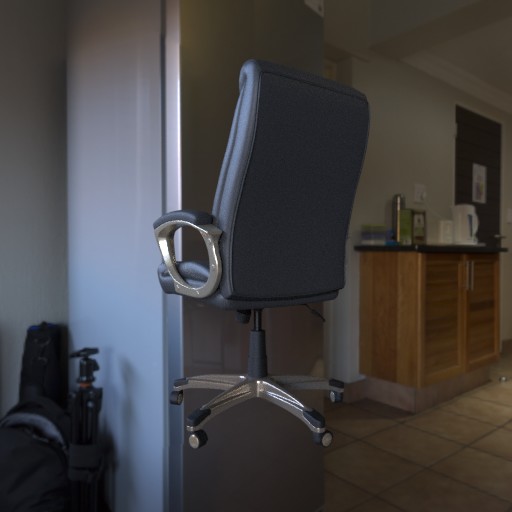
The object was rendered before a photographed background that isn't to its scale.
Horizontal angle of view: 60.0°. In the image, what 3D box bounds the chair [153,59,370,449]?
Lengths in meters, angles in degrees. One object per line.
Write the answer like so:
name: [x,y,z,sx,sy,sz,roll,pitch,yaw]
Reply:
chair: [0.000,0.000,1.672,0.694,1.188,0.748,-1,2,-36]
